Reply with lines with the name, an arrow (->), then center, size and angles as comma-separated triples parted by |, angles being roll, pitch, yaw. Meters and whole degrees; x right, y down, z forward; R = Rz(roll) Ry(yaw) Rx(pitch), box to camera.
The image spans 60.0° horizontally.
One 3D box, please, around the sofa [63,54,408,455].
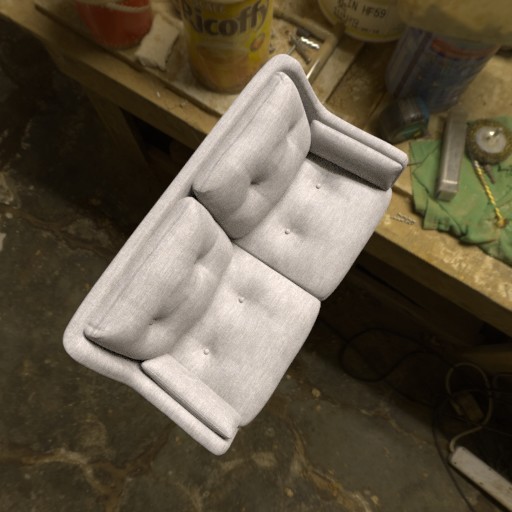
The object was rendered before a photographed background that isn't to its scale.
sofa -> 0.000, 0.000, 2.492 | 0.976, 0.897, 1.930 | 33, 78, 8
